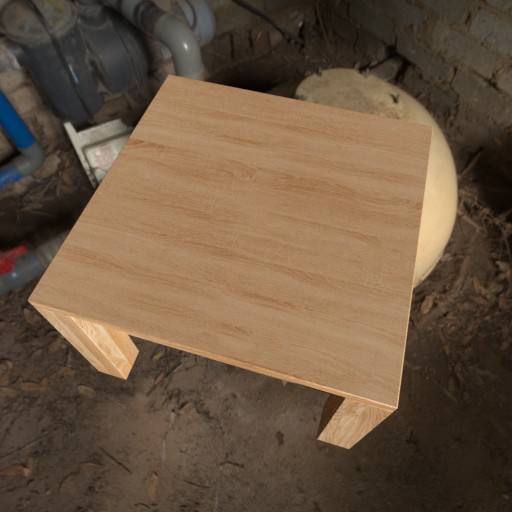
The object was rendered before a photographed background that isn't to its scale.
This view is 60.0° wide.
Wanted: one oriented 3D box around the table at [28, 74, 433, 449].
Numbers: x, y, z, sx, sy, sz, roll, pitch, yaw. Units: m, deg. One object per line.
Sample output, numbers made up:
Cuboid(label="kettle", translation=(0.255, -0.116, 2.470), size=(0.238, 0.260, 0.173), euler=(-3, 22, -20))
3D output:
Cuboid(label="table", translation=(0.000, 0.000, 1.156), size=(0.700, 0.450, 0.700), euler=(14, 60, 9))
